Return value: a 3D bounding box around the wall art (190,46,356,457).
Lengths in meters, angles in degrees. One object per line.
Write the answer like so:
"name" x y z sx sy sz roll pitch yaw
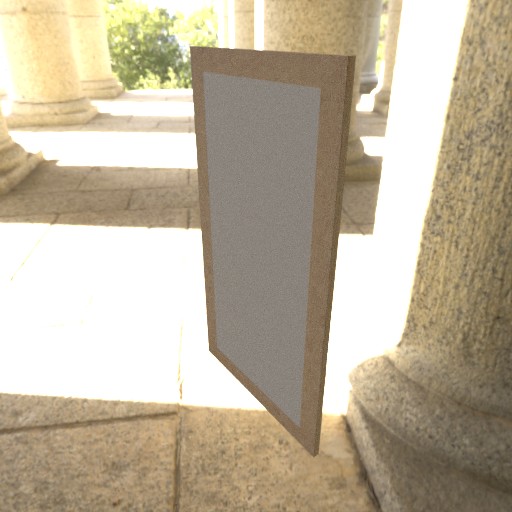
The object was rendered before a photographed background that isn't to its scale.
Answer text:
"wall art" 0.000 0.000 0.810 0.013 0.683 0.381 -19 33 -32
